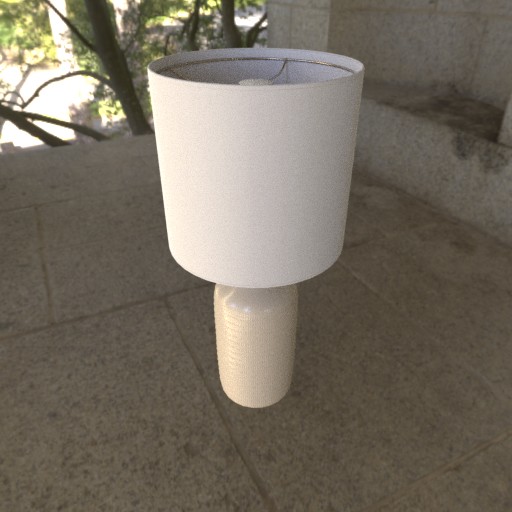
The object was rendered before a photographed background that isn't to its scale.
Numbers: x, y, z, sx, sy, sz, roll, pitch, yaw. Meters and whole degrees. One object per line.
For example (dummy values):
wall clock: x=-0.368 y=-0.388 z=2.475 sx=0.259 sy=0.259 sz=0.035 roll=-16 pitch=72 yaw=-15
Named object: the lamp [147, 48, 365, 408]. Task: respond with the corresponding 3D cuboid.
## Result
lamp: x=0.000 y=0.000 z=0.587 sx=0.220 sy=0.475 sz=0.220 roll=20 pitch=38 yaw=29
